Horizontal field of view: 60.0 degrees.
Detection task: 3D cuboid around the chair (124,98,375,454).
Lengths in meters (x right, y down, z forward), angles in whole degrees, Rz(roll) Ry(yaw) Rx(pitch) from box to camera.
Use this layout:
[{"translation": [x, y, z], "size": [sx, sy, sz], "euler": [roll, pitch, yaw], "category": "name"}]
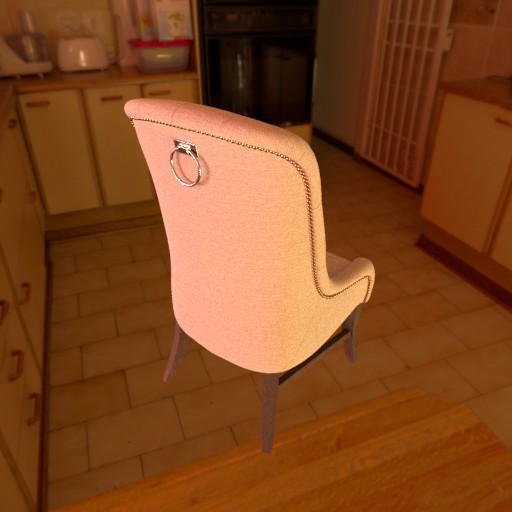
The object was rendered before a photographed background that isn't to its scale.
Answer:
[{"translation": [0.000, 0.000, 1.504], "size": [0.634, 1.091, 0.629], "euler": [22, 38, 32], "category": "chair"}]
